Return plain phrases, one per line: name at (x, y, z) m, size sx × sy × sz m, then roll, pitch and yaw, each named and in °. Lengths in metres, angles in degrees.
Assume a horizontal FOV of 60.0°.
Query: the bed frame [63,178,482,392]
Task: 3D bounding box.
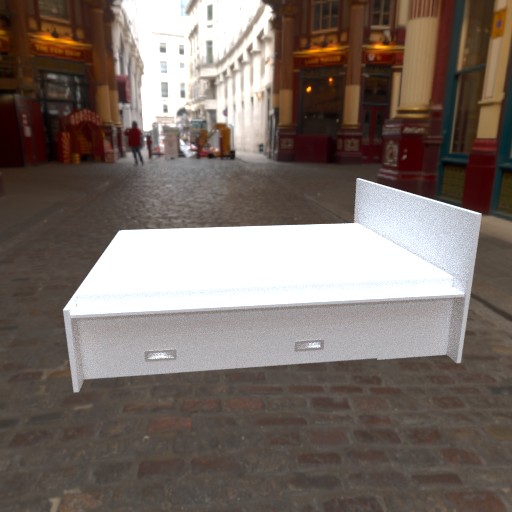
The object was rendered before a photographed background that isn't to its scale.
bed frame at (0.000, 0.000, 2.877) m, size 1.960 × 0.800 × 1.622 m, roll -2°, pitch 16°, yaw -8°
